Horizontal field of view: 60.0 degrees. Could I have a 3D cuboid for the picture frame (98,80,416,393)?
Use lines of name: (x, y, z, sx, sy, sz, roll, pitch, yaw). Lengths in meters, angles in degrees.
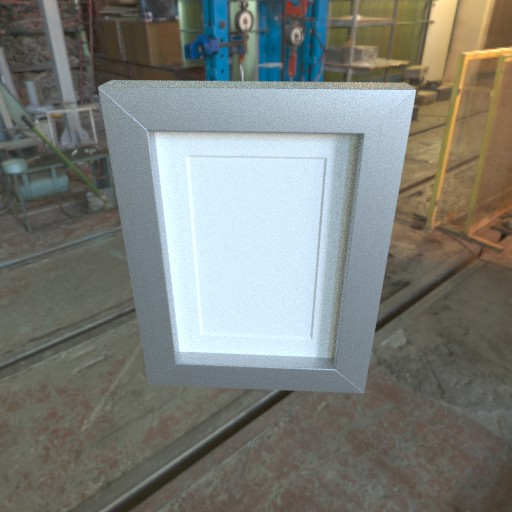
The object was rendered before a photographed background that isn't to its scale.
picture frame: (0.000, 0.000, 0.283, 0.157, 0.208, 0.028, 2, 30, 3)
